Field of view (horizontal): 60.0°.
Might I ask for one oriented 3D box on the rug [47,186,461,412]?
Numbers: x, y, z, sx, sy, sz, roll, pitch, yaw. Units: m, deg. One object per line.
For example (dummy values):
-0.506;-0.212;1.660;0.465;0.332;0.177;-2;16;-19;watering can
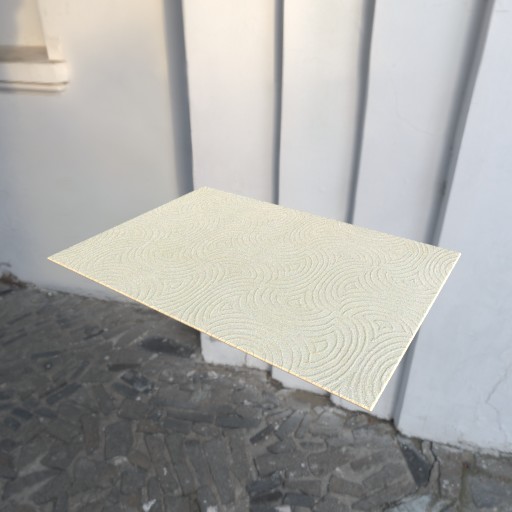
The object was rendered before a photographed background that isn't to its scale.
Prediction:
0.000;0.000;2.806;2.132;0.015;1.526;19;35;29;rug
